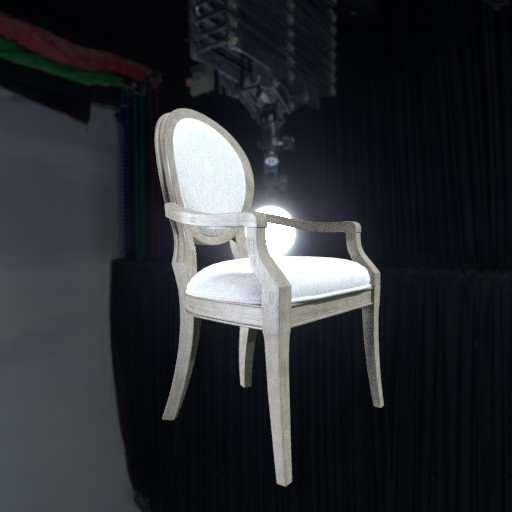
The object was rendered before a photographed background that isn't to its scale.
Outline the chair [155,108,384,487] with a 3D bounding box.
[{"bbox_3d":[0.000,0.000,1.381,0.602,0.991,0.611,1,2,36],"label":"chair"}]
